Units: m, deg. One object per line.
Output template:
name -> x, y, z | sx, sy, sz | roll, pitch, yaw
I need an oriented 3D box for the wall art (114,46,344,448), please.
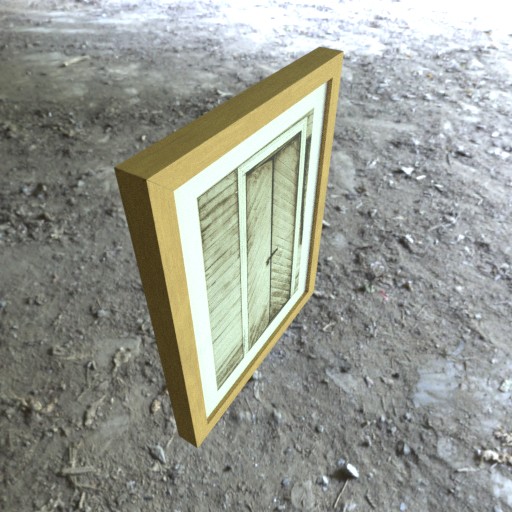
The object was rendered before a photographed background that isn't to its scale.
wall art -> 0.000, 0.000, 0.518 | 0.030, 0.380, 0.312 | 23, 47, 24
